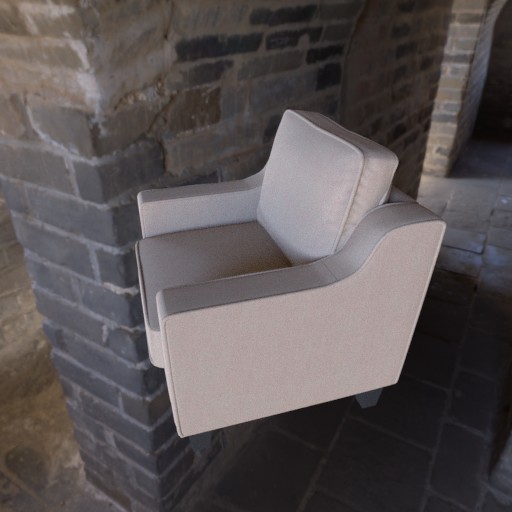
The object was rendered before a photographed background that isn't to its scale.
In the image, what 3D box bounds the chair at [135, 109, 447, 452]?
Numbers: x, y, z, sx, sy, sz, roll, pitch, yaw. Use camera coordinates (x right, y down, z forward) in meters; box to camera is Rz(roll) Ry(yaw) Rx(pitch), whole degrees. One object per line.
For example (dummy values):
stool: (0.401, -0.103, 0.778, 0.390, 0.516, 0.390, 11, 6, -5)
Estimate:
chair: (0.000, 0.000, 1.687, 0.882, 0.948, 0.922, -9, 31, -15)
